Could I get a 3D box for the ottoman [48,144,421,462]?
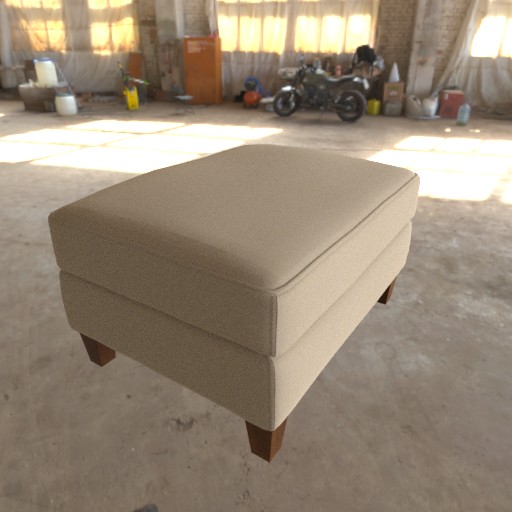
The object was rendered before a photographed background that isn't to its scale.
[{"bbox_3d":[0.000,0.000,1.207,0.634,0.485,0.818,17,31,30],"label":"ottoman"}]
